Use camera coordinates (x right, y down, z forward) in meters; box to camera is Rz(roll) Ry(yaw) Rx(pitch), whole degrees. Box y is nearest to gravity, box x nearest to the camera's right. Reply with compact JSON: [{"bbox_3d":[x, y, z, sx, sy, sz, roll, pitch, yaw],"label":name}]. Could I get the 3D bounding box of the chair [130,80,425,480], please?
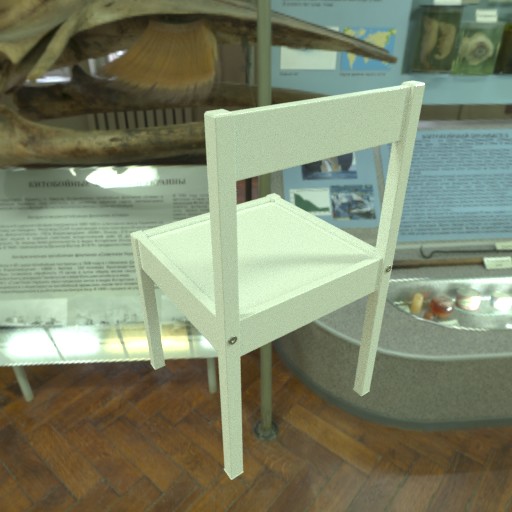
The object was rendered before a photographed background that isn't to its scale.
[{"bbox_3d":[0.000,0.000,0.670,0.285,0.505,0.285,-20,36,-30],"label":"chair"}]
